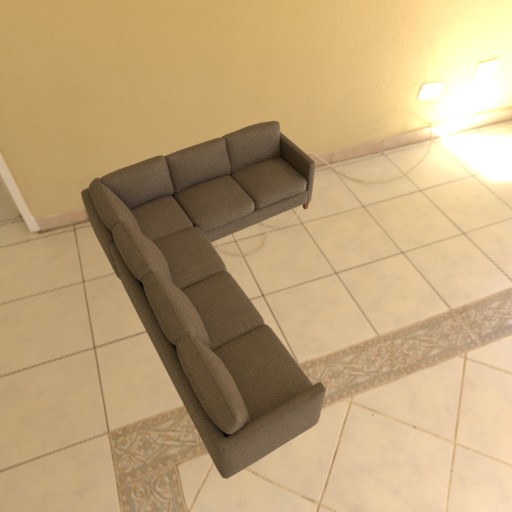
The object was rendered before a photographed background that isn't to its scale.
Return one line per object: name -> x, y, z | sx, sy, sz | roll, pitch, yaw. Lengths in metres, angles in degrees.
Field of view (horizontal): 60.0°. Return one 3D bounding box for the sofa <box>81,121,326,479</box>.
sofa -> 0.000, 0.000, 4.548 | 2.593, 0.947, 3.302 | -24, 52, -20
